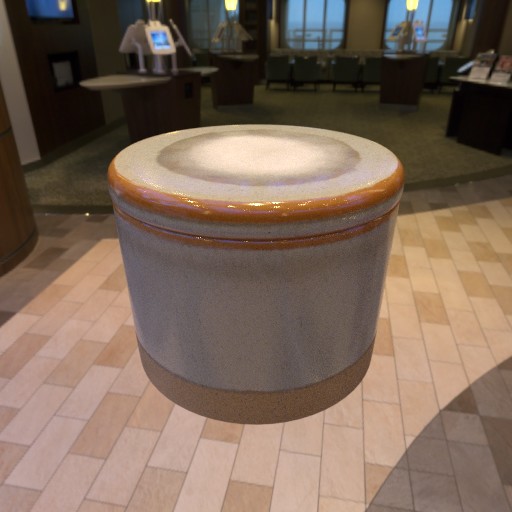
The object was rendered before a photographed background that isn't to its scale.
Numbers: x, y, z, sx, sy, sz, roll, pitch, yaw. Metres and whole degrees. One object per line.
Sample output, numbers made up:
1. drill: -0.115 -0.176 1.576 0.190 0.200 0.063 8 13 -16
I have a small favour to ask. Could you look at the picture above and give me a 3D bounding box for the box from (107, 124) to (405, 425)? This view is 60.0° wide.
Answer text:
1. box: 0.000 0.000 0.211 0.123 0.100 0.123 0 28 0
